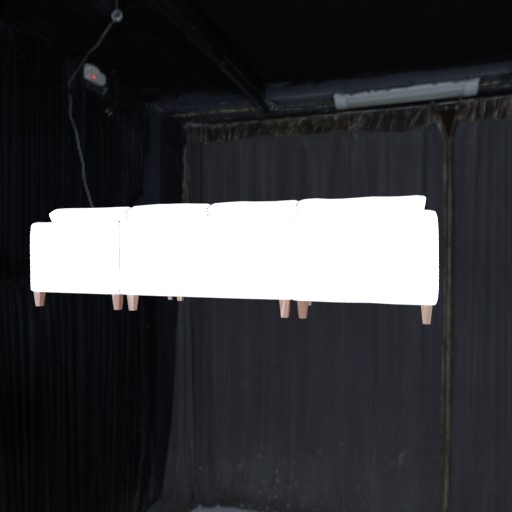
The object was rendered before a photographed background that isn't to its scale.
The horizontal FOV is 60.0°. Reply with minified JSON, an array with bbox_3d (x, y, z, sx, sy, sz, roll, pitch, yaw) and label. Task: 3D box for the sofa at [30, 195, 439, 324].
[{"bbox_3d":[0.000,0.000,4.430,3.238,0.853,2.551,0,0,19],"label":"sofa"}]
